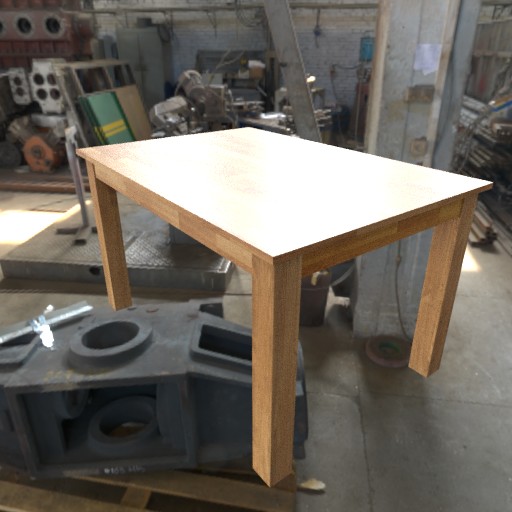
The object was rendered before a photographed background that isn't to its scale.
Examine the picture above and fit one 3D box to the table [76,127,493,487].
[{"bbox_3d":[0.000,0.000,1.786,0.900,0.750,1.300,-18,31,-33],"label":"table"}]
